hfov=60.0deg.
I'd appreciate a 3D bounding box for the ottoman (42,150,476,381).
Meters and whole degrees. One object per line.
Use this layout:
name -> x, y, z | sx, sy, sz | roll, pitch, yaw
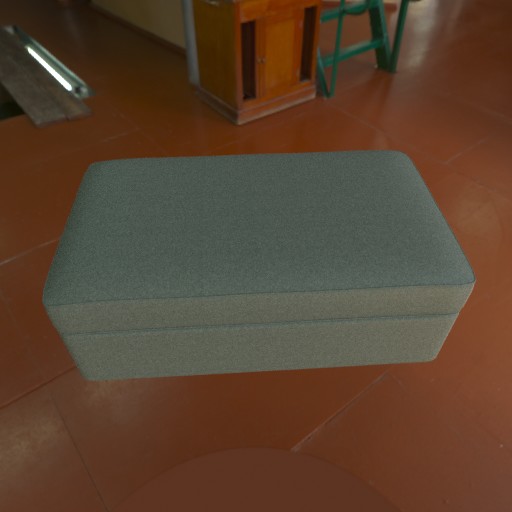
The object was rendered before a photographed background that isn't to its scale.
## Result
ottoman -> 0.000, 0.000, 1.533 | 1.173, 0.494, 0.681 | -3, 45, -3
